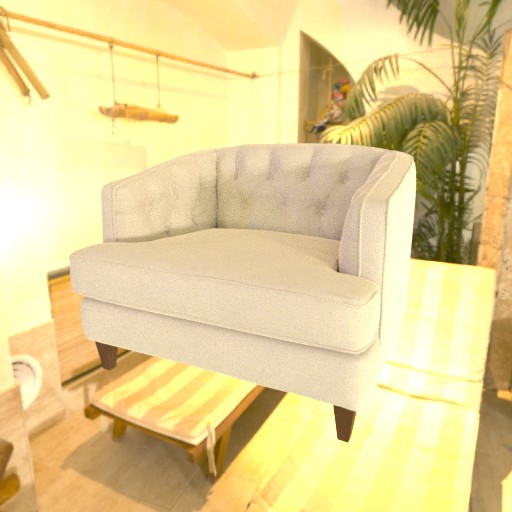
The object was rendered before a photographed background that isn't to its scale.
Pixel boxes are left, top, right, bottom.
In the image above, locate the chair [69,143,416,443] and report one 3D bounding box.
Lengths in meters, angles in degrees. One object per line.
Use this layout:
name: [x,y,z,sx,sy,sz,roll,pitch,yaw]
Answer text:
chair: [0.000,0.000,1.735,1.104,0.852,0.941,7,16,26]
